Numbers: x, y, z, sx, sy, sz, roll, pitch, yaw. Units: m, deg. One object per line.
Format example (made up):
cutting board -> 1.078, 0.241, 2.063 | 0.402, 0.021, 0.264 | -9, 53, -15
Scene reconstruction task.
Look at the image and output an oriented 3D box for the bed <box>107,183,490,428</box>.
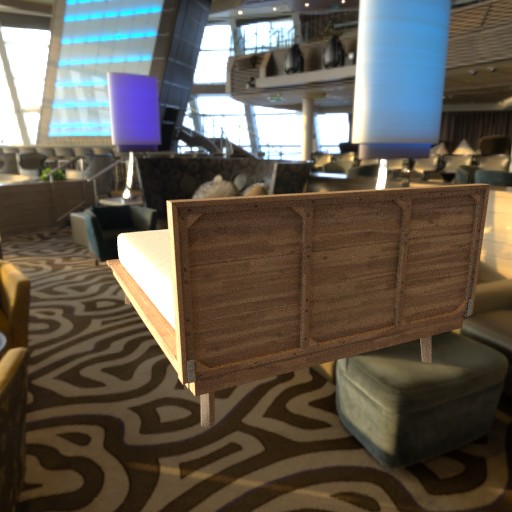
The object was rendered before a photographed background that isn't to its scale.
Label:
bed -> 0.000, 0.000, 3.056 | 1.759, 1.071, 2.145 | -7, 15, -26
